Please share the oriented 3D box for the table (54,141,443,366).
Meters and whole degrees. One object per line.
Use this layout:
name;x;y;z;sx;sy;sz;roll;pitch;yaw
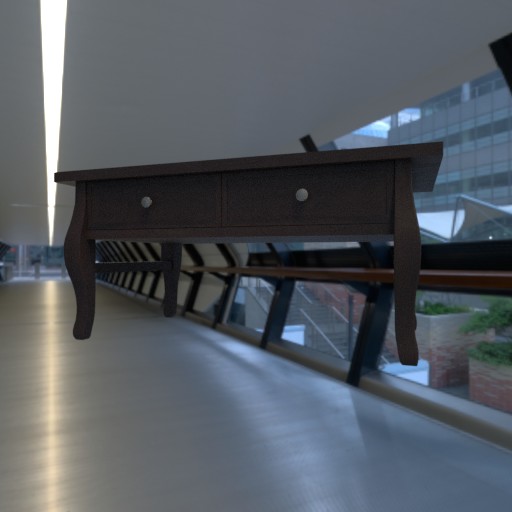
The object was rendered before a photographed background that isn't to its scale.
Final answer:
table;0.000;0.000;1.406;1.062;0.494;0.600;0;0;20
